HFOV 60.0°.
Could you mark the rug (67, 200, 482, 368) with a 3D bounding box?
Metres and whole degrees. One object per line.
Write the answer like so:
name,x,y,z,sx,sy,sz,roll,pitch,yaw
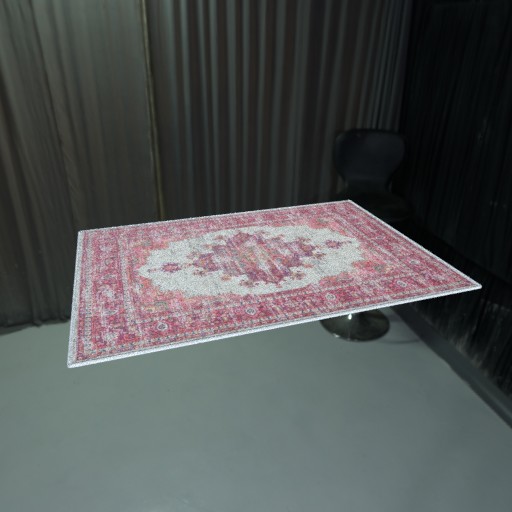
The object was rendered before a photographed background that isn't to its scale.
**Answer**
rug,0.000,0.000,2.268,1.747,0.011,1.217,-8,28,-16
